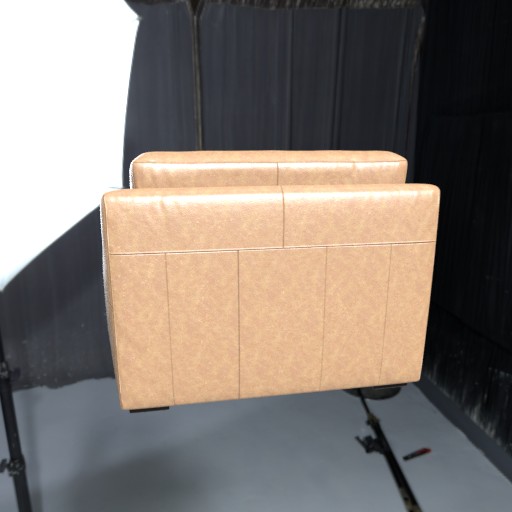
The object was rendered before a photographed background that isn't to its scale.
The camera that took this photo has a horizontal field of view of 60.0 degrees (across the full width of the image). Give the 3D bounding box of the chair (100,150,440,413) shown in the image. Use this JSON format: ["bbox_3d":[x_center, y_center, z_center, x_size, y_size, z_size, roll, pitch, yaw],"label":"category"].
[{"bbox_3d":[0.000,0.000,2.072,1.276,0.978,1.050,-3,15,-9],"label":"chair"}]
